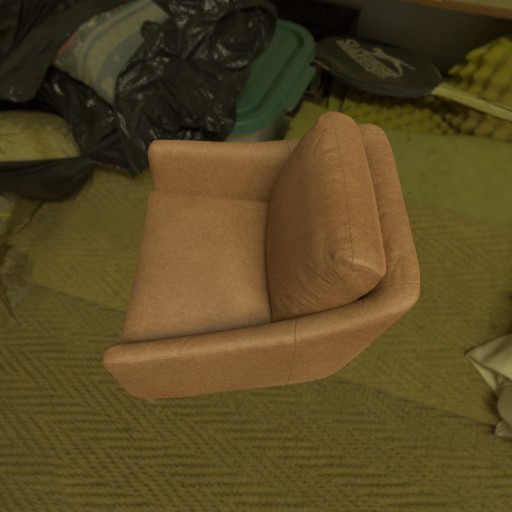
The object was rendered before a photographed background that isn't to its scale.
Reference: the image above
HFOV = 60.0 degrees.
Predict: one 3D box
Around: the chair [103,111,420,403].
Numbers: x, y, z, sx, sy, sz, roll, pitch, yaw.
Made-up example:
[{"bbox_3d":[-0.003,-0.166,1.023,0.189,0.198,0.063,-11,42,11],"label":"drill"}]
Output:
[{"bbox_3d":[0.000,0.000,1.713,0.963,0.895,0.988,1,56,0],"label":"chair"}]
